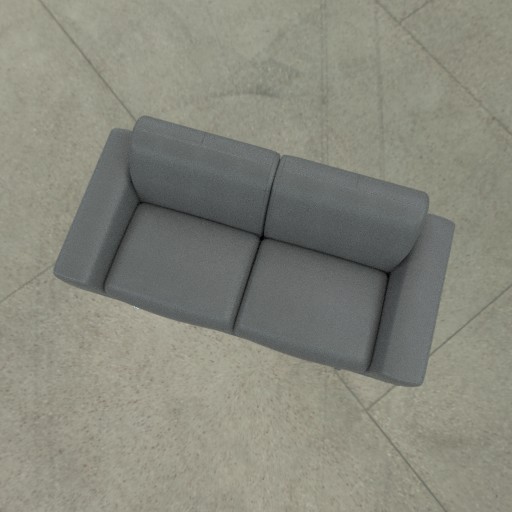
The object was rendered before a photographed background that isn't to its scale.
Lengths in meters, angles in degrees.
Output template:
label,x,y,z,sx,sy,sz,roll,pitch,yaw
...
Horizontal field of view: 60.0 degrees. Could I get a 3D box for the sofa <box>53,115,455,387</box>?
label,x,y,z,sx,sy,sz,roll,pitch,yaw
sofa,0.000,0.000,2.385,1.901,0.772,0.900,16,77,4
